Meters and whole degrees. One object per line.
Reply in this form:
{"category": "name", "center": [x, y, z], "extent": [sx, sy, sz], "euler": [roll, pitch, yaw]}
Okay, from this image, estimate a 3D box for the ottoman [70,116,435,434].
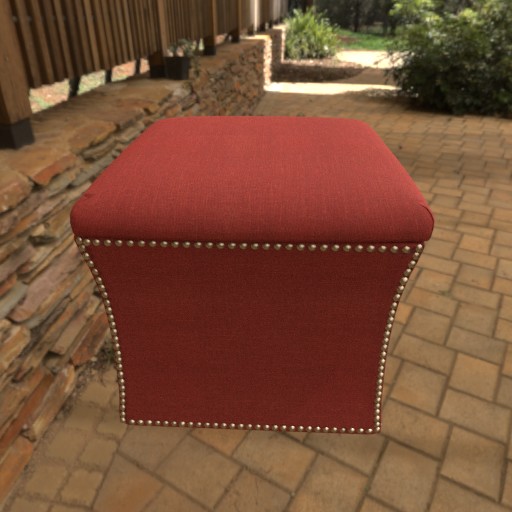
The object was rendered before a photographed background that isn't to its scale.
{"category": "ottoman", "center": [0.000, 0.000, 0.885], "extent": [0.507, 0.475, 0.497], "euler": [1, 30, 2]}
